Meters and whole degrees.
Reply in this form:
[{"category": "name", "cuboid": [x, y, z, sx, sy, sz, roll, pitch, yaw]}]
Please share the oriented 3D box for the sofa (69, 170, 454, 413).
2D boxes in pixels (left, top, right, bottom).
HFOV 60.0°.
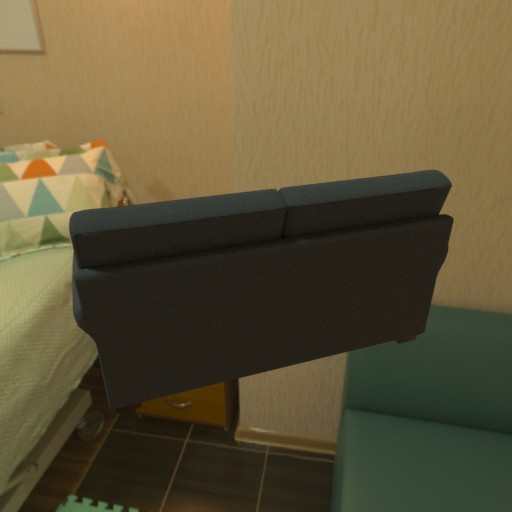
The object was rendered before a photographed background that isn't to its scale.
[{"category": "sofa", "cuboid": [0.000, 0.000, 2.525, 1.930, 1.020, 0.940, -9, 29, -17]}]
